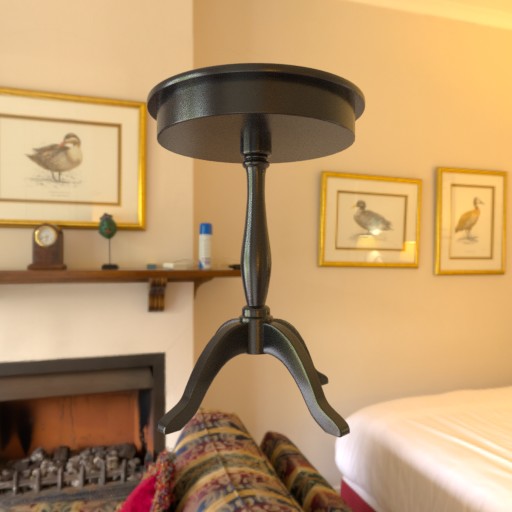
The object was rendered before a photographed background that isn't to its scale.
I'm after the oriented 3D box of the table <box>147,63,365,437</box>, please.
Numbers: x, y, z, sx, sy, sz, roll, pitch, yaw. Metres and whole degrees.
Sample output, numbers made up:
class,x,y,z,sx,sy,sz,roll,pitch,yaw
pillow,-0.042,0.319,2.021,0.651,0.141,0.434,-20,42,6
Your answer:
class,x,y,z,sx,sy,sz,roll,pitch,yaw
table,0.000,0.000,0.997,0.481,0.665,0.481,0,0,0
